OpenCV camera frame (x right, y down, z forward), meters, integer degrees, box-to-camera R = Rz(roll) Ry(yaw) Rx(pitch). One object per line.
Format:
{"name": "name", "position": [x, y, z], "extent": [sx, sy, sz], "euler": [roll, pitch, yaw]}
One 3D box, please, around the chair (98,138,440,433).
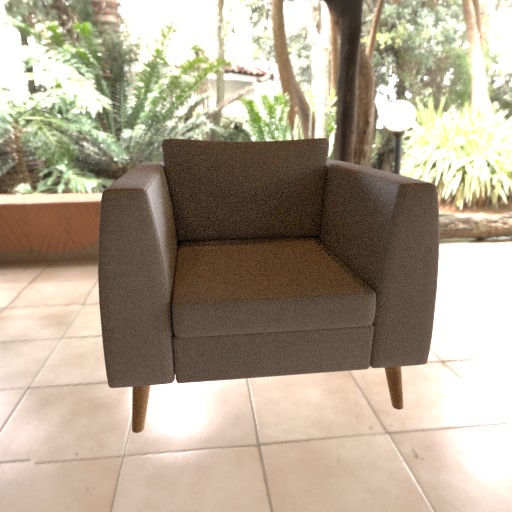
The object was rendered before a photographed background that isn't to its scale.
{"name": "chair", "position": [0.000, 0.000, 1.700], "extent": [1.000, 0.860, 0.930], "euler": [-2, 17, -8]}
